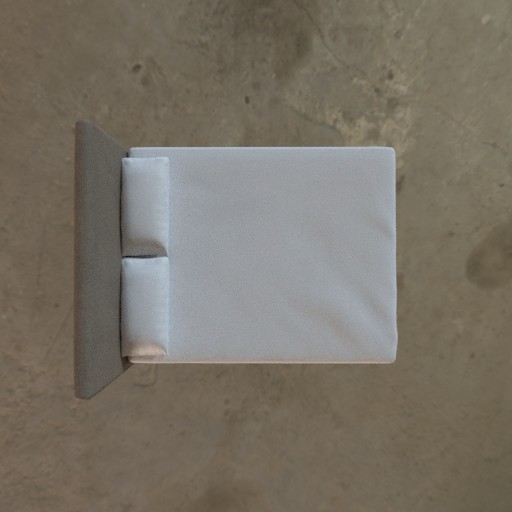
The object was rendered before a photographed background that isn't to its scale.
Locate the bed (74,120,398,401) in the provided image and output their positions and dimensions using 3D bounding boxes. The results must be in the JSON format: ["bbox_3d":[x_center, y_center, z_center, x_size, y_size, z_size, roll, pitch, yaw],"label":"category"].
[{"bbox_3d":[0.000,0.000,3.215,2.142,1.330,1.723,0,89,0],"label":"bed"}]
